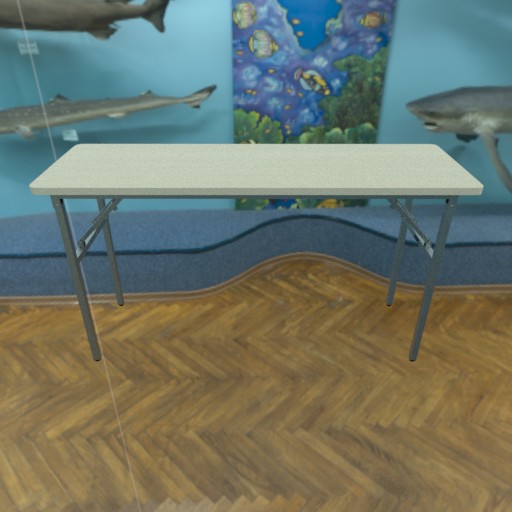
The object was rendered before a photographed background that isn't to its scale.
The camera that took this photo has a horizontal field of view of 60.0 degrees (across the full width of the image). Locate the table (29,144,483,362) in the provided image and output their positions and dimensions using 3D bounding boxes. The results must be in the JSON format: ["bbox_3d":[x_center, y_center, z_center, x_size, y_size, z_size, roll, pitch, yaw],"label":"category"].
[{"bbox_3d":[0.000,0.000,1.725,1.397,0.750,0.446,0,31,0],"label":"table"}]
